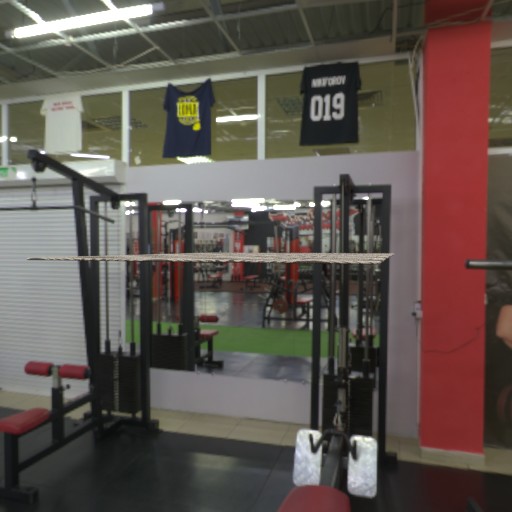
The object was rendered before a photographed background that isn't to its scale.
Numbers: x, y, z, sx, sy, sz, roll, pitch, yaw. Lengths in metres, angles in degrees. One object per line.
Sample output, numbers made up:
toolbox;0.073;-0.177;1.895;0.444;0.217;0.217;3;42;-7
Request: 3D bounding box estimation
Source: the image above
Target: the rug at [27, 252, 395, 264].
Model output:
rug;0.000;0.000;4.197;2.438;0.016;3.048;0;1;19
